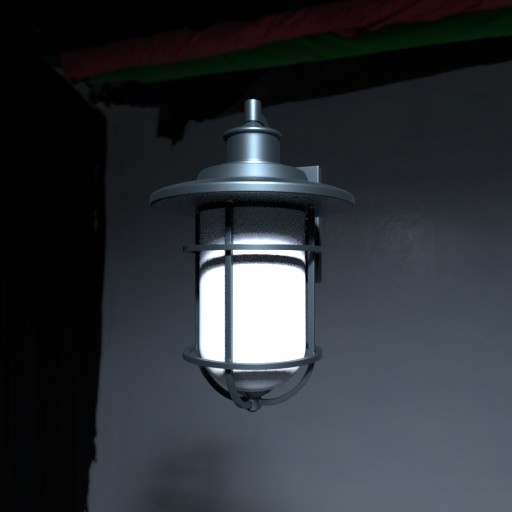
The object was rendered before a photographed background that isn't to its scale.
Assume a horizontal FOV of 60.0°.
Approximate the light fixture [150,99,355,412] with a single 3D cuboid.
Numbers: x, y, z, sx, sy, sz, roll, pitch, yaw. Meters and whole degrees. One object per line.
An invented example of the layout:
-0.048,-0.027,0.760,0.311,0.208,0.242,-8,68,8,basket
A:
0.000,0.000,0.505,0.222,0.345,0.252,-1,-2,19,light fixture
